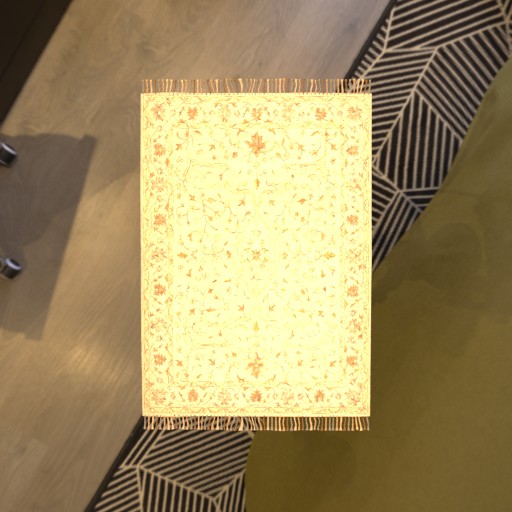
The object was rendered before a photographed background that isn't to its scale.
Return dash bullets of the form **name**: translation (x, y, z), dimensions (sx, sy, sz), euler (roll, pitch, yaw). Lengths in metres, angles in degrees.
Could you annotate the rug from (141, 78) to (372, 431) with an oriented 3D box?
- **rug**: translation (0.000, 0.000, 2.342), dimensions (1.218, 0.017, 1.861), euler (0, 91, 0)
